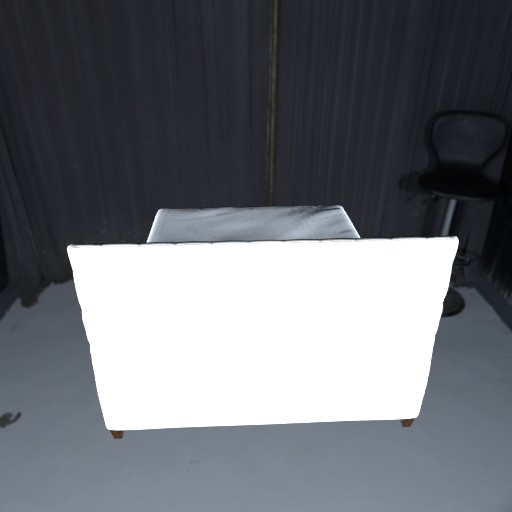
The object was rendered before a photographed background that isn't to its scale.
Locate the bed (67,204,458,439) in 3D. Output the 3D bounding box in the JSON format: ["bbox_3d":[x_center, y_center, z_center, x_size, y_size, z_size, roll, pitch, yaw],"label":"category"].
[{"bbox_3d":[0.000,0.000,3.653,2.078,1.427,2.387,-1,29,-2],"label":"bed"}]
